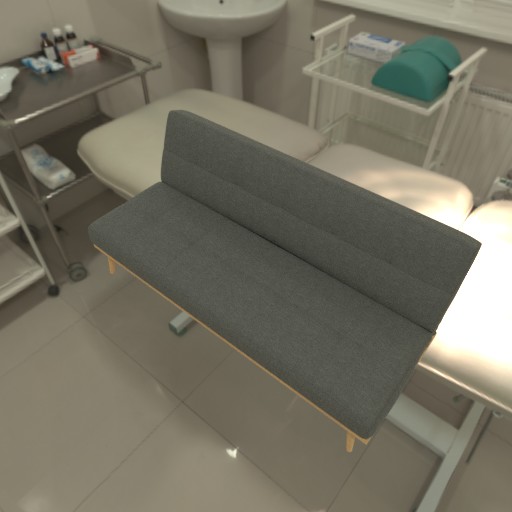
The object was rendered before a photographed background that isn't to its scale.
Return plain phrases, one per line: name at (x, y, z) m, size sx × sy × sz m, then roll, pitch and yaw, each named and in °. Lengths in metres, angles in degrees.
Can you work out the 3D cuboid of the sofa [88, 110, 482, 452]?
sofa at (0.000, 0.000, 2.259) m, size 1.820 × 0.770 × 0.820 m, roll 30°, pitch 53°, yaw 26°
